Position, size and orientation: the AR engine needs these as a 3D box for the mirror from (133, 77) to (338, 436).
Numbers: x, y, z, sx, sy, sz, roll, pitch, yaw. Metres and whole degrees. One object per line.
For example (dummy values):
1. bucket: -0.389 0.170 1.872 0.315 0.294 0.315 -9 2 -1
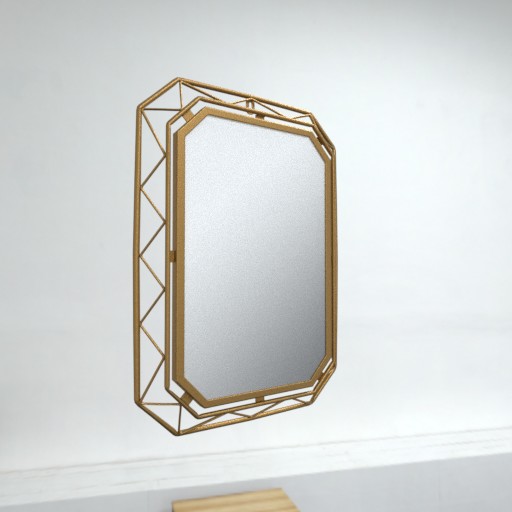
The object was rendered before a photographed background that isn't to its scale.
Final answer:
1. mirror: 0.000 0.000 0.755 0.417 0.566 0.042 1 -2 -35
